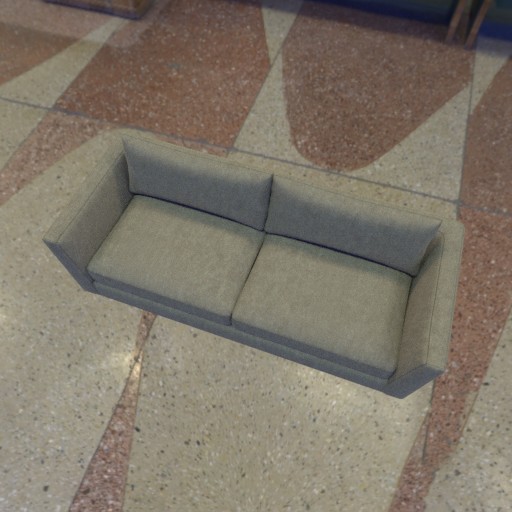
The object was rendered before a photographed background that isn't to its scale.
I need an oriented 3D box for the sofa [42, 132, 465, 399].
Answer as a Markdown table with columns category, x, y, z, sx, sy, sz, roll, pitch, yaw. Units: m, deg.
| category | x | y | z | sx | sy | sz | roll | pitch | yaw |
| --- | --- | --- | --- | --- | --- | --- | --- | --- | --- |
| sofa | 0.000 | 0.000 | 2.587 | 2.121 | 0.864 | 0.889 | 17 | 60 | 10 |
